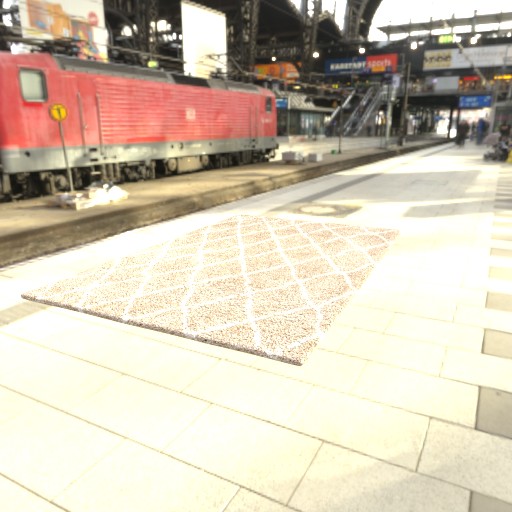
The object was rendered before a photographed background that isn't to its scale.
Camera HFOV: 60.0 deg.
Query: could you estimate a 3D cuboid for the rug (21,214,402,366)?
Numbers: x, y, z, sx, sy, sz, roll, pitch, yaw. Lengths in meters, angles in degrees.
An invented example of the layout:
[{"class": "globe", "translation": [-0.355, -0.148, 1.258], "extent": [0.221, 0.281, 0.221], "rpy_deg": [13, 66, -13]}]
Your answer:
[{"class": "rug", "translation": [0.000, 0.000, 3.425], "extent": [1.778, 0.030, 2.743], "rpy_deg": [8, 18, 25]}]
